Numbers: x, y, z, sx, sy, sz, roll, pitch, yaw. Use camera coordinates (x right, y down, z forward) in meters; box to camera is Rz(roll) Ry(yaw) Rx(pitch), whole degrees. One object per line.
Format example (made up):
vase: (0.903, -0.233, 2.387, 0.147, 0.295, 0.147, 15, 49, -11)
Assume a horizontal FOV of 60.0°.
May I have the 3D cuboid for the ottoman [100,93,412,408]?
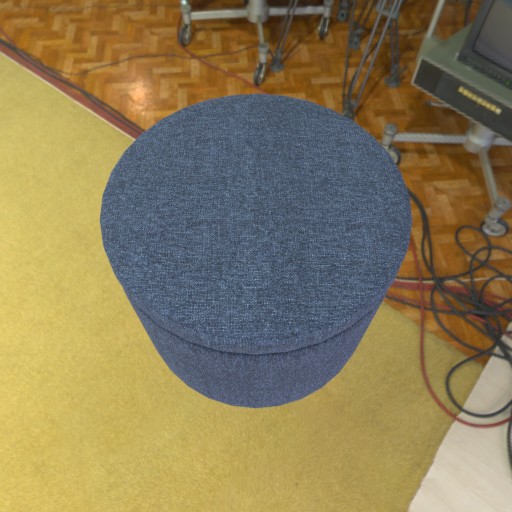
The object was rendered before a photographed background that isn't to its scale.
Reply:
ottoman: (0.000, 0.000, 0.873, 0.500, 0.419, 0.500, 0, 58, 0)
